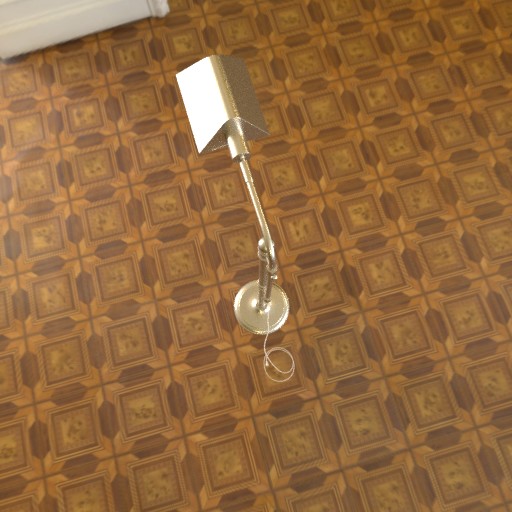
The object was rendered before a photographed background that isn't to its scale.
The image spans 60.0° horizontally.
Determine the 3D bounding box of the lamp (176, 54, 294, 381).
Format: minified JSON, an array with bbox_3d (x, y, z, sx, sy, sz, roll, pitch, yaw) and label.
[{"bbox_3d":[0.000,0.000,0.960,0.159,0.708,0.546,-15,75,-4],"label":"lamp"}]
